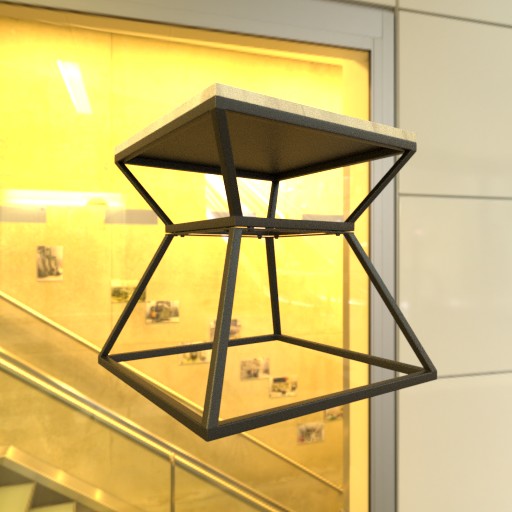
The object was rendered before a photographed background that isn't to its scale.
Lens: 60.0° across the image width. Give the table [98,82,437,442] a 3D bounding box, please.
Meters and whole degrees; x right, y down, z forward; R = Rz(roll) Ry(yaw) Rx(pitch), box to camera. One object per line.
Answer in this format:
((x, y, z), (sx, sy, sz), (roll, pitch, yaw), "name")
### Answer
((0.000, 0.000, 0.829), (0.455, 0.431, 0.455), (0, 0, -35), "table")
